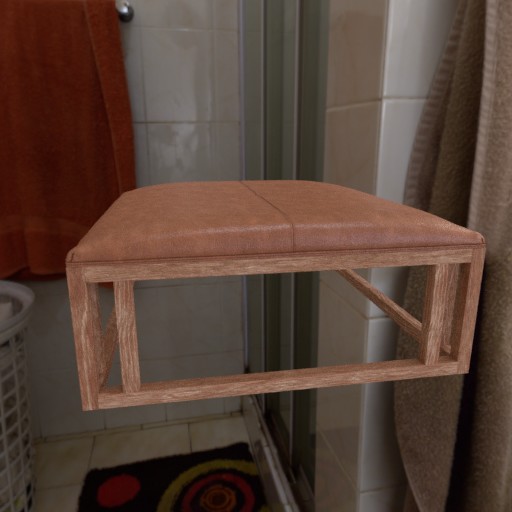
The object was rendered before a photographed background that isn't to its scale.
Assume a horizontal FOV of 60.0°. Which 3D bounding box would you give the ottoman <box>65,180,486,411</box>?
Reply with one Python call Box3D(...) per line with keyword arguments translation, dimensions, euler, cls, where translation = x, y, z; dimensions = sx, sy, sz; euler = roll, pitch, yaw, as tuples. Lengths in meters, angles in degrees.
Box3D(translation=(0.000, 0.000, 1.551), dimensions=(1.013, 0.442, 1.016), euler=(-3, 16, -10), cls="ottoman")
